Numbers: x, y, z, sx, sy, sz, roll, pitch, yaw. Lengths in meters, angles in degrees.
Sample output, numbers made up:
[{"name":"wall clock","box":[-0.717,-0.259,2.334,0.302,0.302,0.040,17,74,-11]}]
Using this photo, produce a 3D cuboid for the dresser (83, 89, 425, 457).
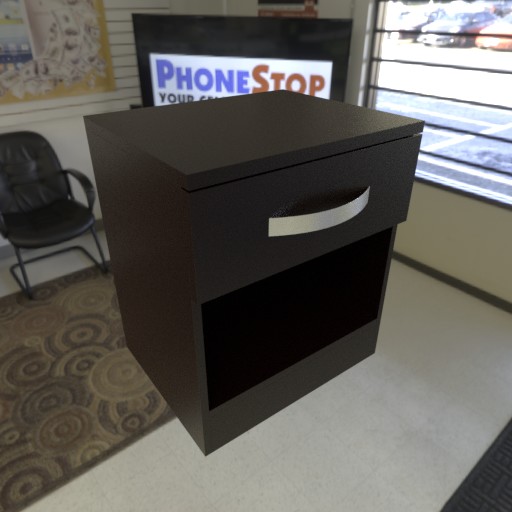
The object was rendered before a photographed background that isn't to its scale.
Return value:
[{"name":"dresser","box":[0.000,0.000,0.780,0.400,0.470,0.360,-20,36,-31]}]
